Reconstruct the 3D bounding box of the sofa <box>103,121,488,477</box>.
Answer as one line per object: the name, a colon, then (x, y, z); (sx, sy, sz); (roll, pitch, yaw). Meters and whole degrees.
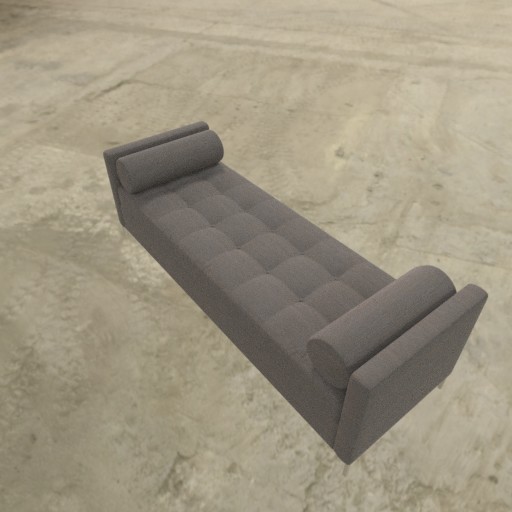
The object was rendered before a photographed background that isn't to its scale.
sofa: (0.000, 0.000, 2.283); (0.686, 0.635, 1.981); (-27, 47, -28)
